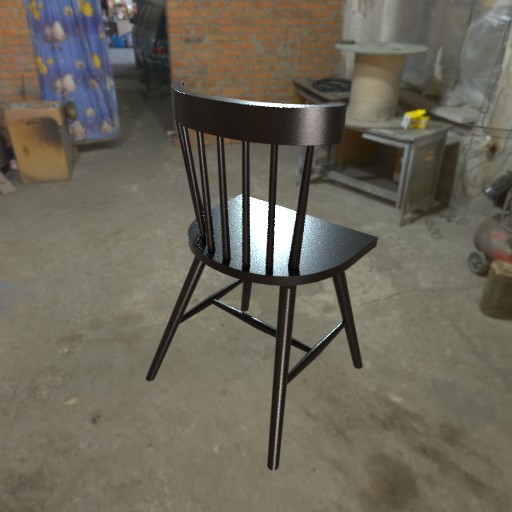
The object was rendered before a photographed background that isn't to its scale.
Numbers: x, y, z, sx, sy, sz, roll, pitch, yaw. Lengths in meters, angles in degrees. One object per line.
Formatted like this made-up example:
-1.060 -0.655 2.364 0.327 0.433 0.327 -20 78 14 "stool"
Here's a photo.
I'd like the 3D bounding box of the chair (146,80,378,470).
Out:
0.000 0.000 1.188 0.506 0.844 0.483 22 37 33 "chair"
